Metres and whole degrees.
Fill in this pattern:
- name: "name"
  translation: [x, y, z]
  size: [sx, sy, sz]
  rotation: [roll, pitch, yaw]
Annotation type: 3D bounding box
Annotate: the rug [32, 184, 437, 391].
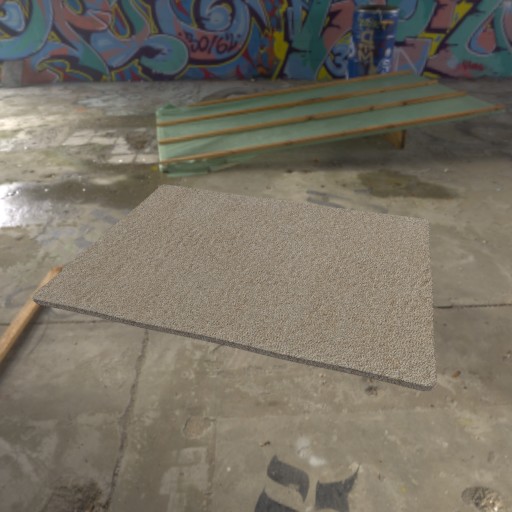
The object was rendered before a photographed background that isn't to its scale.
- name: "rug"
  translation: [0.000, 0.000, 2.118]
  size: [1.600, 0.027, 1.200]
  rotation: [10, 34, 14]
